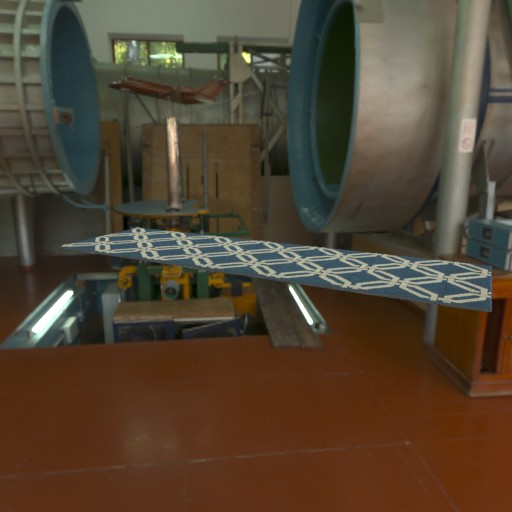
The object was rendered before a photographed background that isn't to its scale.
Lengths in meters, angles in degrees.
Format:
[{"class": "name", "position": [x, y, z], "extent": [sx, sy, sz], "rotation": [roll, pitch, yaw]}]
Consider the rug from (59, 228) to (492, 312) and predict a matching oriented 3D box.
[{"class": "rug", "position": [0.000, 0.000, 2.407], "extent": [2.276, 0.014, 0.678], "rotation": [7, 16, 26]}]
